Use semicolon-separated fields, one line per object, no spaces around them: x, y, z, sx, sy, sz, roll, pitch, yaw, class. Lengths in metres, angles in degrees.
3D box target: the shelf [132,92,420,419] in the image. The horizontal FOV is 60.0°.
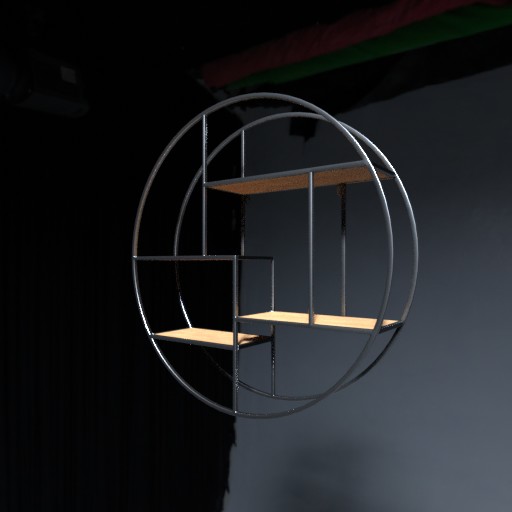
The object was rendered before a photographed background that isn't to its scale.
0.000;0.000;1.312;0.888;0.888;0.202;-1;-1;36;shelf
